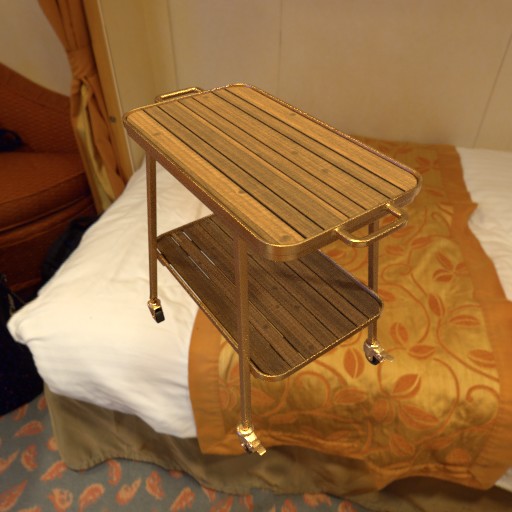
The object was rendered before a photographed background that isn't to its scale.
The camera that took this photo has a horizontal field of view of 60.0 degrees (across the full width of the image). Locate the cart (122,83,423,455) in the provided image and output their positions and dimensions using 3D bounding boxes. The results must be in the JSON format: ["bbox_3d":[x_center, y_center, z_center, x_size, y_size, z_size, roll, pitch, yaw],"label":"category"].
[{"bbox_3d":[0.000,0.000,1.260,0.524,0.700,0.806,-25,47,-26],"label":"cart"}]
